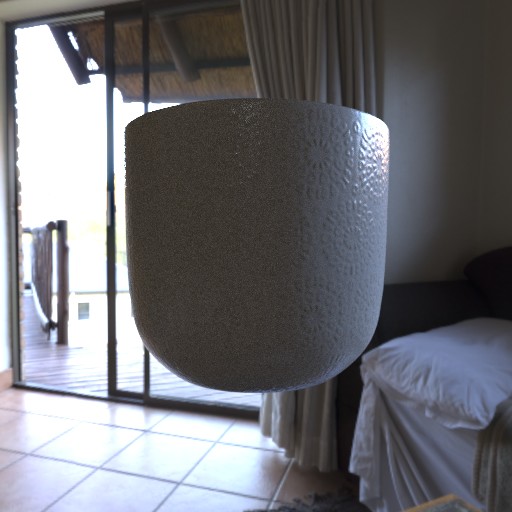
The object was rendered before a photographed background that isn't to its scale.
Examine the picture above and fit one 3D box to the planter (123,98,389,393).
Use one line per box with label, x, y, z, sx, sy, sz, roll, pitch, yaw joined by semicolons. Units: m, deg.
planter;0.000;0.000;0.363;0.208;0.190;0.208;0;1;0
